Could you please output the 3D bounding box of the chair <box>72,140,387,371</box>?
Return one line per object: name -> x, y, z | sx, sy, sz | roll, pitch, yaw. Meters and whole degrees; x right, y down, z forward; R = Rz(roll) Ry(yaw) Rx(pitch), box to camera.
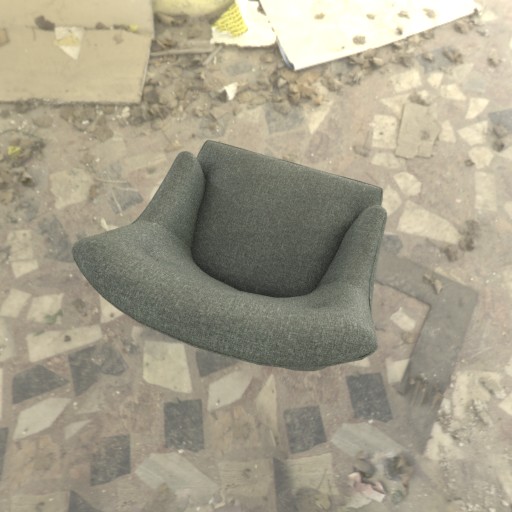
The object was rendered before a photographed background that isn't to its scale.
chair -> 0.000, 0.000, 1.623 | 0.864, 0.856, 0.923 | 17, 65, 8
